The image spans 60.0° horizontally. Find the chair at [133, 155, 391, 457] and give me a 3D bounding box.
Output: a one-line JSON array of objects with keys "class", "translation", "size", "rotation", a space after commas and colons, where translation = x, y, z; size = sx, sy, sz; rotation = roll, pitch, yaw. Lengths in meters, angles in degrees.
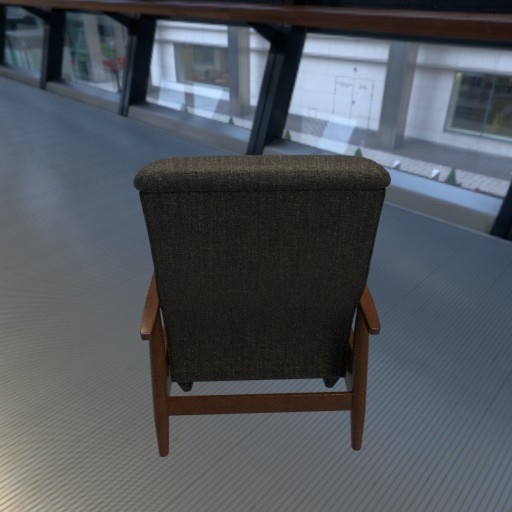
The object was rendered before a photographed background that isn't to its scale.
[{"class": "chair", "translation": [0.000, 0.000, 1.749], "size": [0.762, 1.082, 1.014], "rotation": [-1, 30, -2]}]
